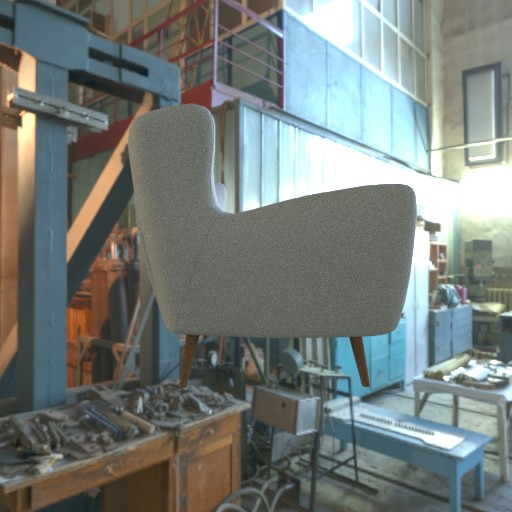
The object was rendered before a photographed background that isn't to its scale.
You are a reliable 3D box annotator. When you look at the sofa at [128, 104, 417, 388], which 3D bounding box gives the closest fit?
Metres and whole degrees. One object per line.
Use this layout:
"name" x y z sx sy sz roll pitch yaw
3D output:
"sofa" 0.000 0.000 1.946 0.921 0.878 1.424 0 -1 -2
